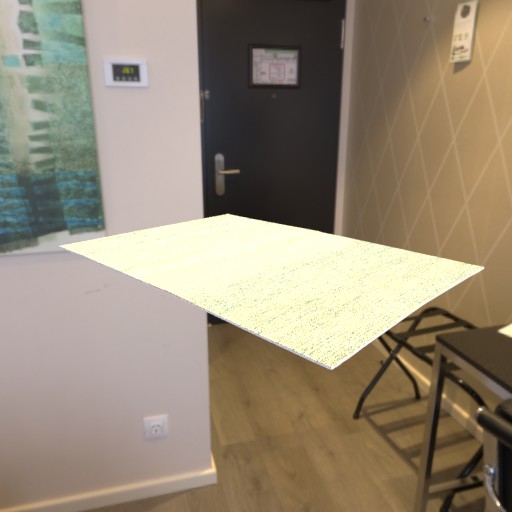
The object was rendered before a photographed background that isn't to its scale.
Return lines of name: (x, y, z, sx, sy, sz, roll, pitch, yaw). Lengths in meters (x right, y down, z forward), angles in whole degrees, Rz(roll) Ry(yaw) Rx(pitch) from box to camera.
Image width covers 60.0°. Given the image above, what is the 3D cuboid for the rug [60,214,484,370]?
rug: (0.000, 0.000, 2.877, 2.305, 0.029, 1.593, 16, 23, 42)
